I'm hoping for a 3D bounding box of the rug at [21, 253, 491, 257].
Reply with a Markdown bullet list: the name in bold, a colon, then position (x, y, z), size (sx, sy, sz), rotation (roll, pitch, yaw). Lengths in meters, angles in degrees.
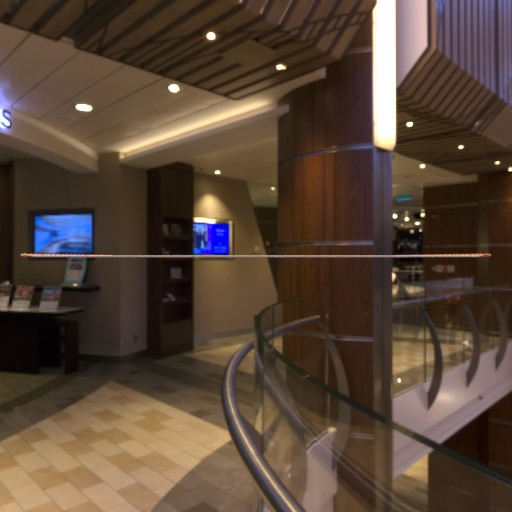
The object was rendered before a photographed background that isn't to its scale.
- **rug**: position (0.000, 0.000, 2.556), size (2.092, 0.017, 1.232), rotation (0, 0, 0)
